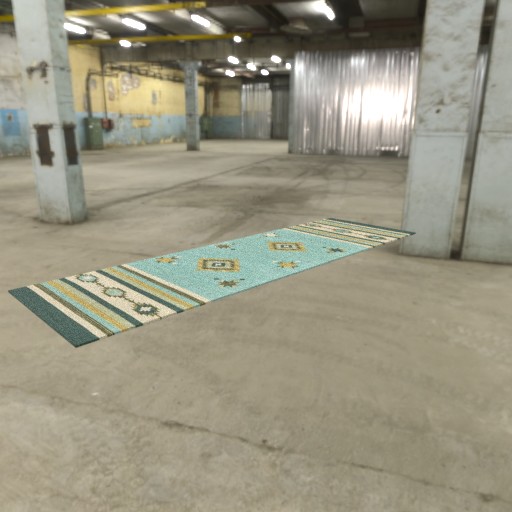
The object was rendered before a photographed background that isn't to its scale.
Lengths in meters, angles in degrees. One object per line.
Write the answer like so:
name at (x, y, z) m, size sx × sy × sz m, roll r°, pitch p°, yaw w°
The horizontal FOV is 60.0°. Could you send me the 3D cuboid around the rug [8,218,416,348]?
rug at (0.000, 0.000, 2.588) m, size 2.441 × 0.010 × 0.744 m, roll -15°, pitch 22°, yaw -42°
